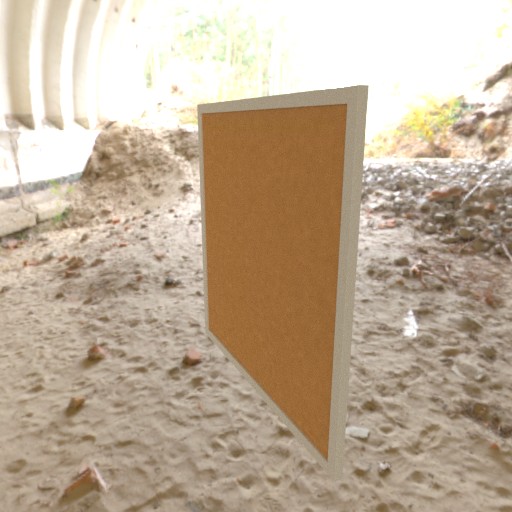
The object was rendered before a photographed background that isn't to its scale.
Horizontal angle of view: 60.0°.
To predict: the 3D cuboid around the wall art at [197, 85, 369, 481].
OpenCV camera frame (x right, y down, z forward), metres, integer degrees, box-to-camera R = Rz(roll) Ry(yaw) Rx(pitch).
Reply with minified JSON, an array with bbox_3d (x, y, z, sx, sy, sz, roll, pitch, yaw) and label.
[{"bbox_3d":[0.000,0.000,0.680,0.012,0.457,0.457,-8,18,-25],"label":"wall art"}]
